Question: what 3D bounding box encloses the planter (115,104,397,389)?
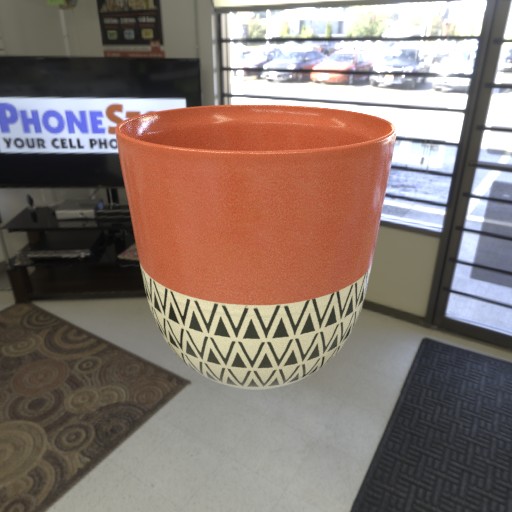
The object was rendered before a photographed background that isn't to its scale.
[{"bbox_3d":[0.000,0.000,0.364,0.195,0.214,0.195,0,26,0],"label":"planter"}]
